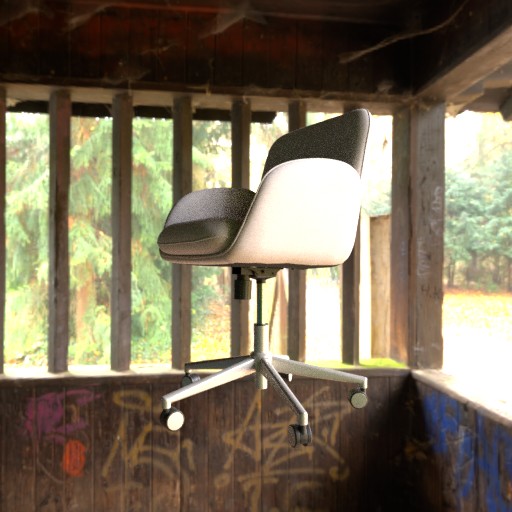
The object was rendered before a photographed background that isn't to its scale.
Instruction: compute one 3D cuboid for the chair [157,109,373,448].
[{"bbox_3d":[0.000,0.000,1.397,0.633,0.959,0.648,0,0,-36],"label":"chair"}]
